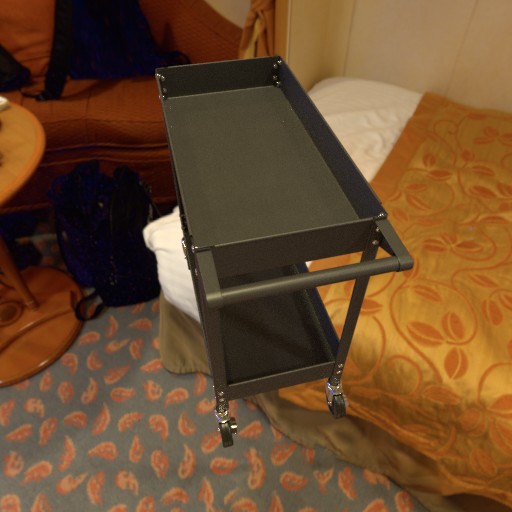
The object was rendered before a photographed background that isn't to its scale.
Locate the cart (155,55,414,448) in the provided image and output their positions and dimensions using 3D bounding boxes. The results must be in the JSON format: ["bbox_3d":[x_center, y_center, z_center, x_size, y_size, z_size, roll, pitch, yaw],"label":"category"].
[{"bbox_3d":[0.000,0.000,1.182,0.366,0.719,0.779,-10,48,-10],"label":"cart"}]
